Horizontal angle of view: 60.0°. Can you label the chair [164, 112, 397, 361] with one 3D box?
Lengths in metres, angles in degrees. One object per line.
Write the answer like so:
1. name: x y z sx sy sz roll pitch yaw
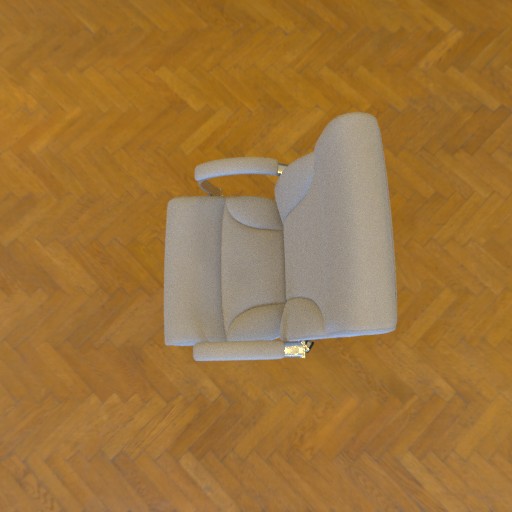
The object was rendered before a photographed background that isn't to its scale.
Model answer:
1. chair: 0.000 0.000 1.601 0.745 1.099 0.727 -1 77 0
